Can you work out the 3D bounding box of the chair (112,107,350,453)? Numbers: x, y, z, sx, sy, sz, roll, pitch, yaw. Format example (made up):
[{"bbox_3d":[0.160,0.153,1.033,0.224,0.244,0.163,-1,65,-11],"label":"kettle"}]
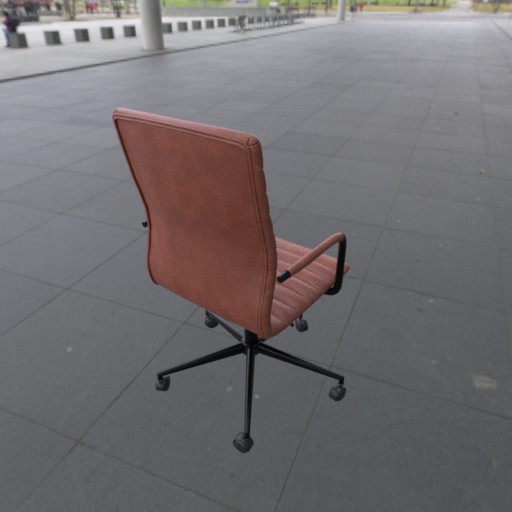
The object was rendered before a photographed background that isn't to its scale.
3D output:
[{"bbox_3d":[0.000,0.000,1.281,0.600,0.878,0.578,21,36,32],"label":"chair"}]
